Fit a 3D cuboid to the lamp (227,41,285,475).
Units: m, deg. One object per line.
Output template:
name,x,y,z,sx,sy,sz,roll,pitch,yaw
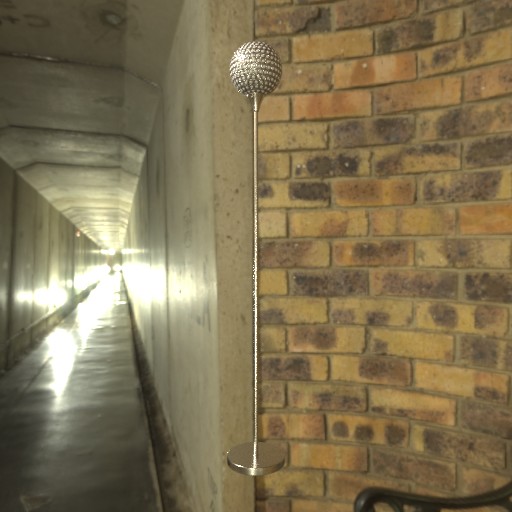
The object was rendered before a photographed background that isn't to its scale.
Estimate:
lamp,0.000,0.000,1.938,0.254,1.805,0.254,0,1,0
